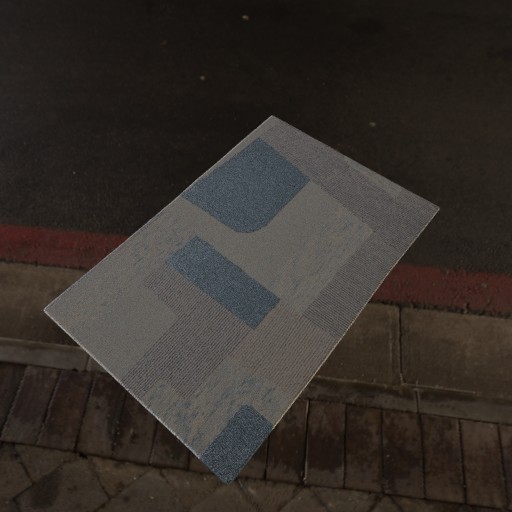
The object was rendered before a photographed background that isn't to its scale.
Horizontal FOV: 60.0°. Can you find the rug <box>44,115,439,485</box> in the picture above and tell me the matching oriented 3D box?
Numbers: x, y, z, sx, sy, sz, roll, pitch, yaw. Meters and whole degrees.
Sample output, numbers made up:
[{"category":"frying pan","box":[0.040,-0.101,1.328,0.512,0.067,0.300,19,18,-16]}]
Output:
[{"category":"rug","box":[0.000,0.000,2.384,1.238,0.020,1.847,35,64,20]}]
